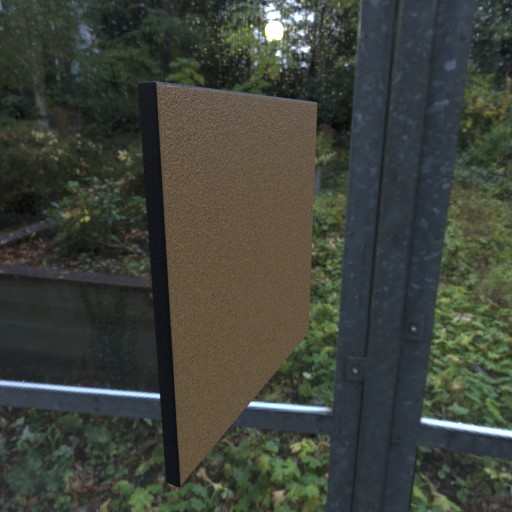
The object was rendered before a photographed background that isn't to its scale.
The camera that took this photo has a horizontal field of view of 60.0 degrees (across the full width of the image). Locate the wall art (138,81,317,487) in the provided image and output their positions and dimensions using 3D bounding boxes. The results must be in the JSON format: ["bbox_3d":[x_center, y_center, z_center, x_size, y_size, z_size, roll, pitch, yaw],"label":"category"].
[{"bbox_3d":[0.000,0.000,0.663,0.022,0.453,0.456,8,18,25],"label":"wall art"}]
